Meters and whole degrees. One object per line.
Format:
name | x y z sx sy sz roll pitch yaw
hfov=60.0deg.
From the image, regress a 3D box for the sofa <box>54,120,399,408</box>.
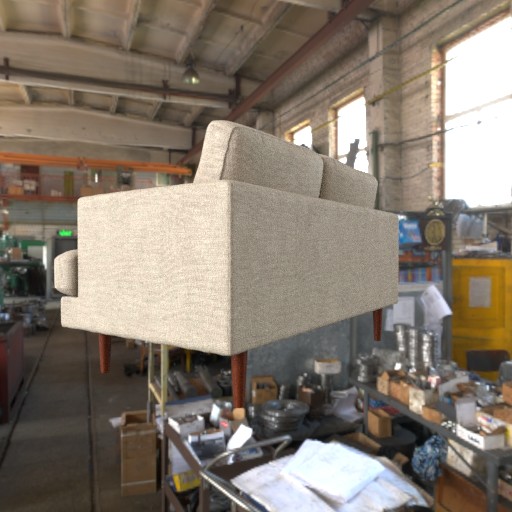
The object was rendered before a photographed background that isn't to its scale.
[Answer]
sofa | 0.000 0.000 2.148 0.903 0.944 1.582 1 1 35
